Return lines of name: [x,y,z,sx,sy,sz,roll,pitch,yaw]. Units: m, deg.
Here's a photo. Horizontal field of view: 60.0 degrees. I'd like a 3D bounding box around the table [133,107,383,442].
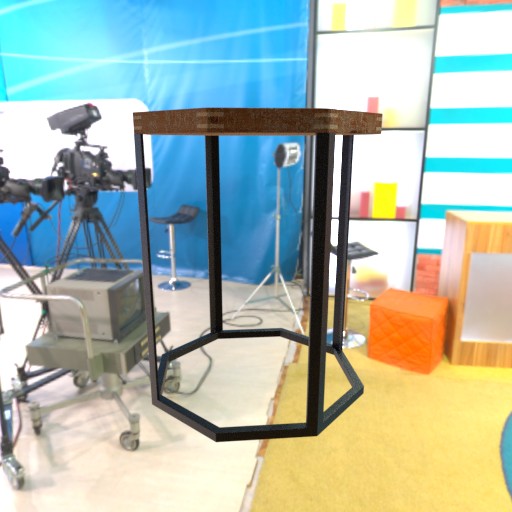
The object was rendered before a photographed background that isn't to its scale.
table: [0.000,0.000,0.899,0.458,0.543,0.458,-8,16,-27]
